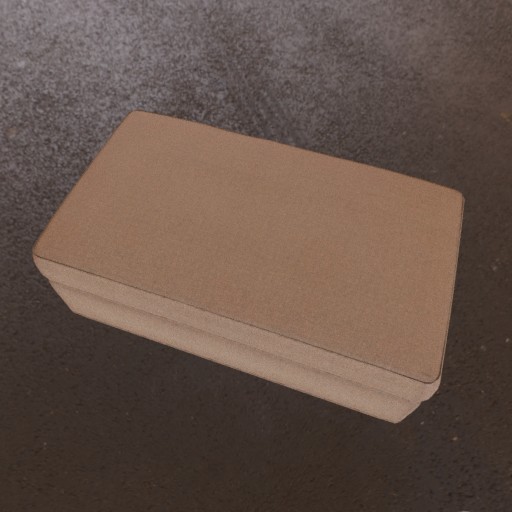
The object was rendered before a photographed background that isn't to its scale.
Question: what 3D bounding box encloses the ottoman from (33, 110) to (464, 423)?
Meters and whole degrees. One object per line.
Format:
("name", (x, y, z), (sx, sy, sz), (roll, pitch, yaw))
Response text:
("ottoman", (0.000, 0.000, 1.374), (1.097, 0.448, 0.617), (17, 61, 10))
